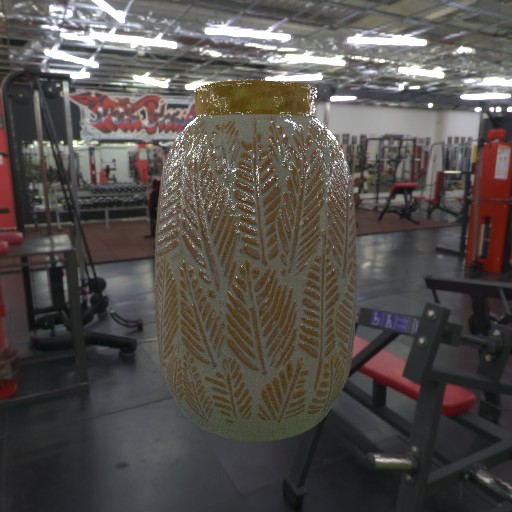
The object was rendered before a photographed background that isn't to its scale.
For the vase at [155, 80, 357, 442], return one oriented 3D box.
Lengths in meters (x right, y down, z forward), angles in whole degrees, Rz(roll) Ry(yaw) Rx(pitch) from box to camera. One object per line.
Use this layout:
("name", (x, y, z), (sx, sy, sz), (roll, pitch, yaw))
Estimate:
("vase", (0.000, 0.000, 0.380), (0.172, 0.270, 0.172), (0, 12, 0))
